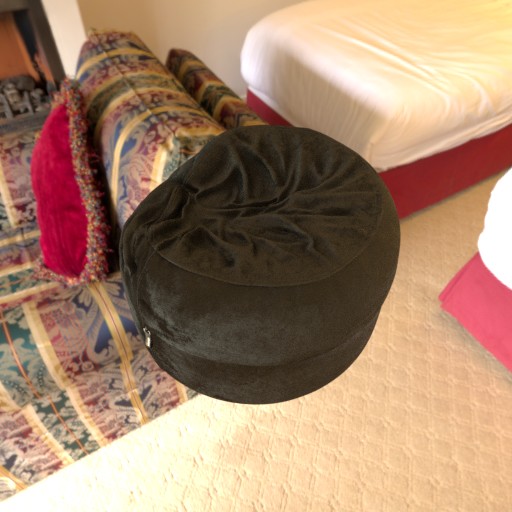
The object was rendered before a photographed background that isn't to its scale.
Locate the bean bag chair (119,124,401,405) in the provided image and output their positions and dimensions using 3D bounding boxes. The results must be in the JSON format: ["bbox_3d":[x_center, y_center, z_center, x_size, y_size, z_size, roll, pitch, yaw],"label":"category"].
[{"bbox_3d":[0.000,0.000,1.537,0.918,0.605,0.918,0,47,0],"label":"bean bag chair"}]
